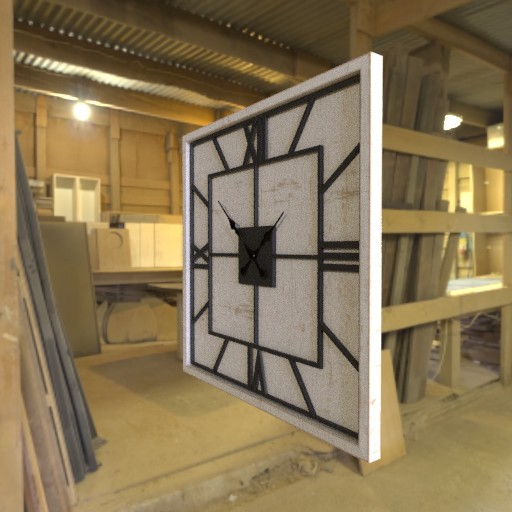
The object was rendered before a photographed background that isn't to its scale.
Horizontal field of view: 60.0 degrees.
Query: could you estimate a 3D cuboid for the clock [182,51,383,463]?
[{"bbox_3d":[0.000,0.000,1.052,0.032,0.705,0.705,-1,1,-36],"label":"clock"}]
